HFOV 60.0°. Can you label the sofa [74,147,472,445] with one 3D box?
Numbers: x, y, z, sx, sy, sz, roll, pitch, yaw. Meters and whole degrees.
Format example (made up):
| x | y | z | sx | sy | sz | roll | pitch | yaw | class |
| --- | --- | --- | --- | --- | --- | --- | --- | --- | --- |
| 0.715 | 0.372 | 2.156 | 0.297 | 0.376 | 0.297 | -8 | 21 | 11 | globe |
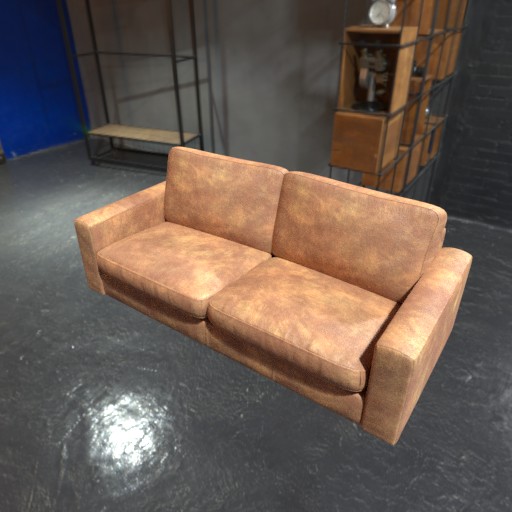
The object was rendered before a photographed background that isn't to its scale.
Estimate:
| x | y | z | sx | sy | sz | roll | pitch | yaw | class |
| --- | --- | --- | --- | --- | --- | --- | --- | --- | --- |
| 0.000 | 0.000 | 2.648 | 2.179 | 0.873 | 1.016 | 20 | 36 | 30 | sofa |
